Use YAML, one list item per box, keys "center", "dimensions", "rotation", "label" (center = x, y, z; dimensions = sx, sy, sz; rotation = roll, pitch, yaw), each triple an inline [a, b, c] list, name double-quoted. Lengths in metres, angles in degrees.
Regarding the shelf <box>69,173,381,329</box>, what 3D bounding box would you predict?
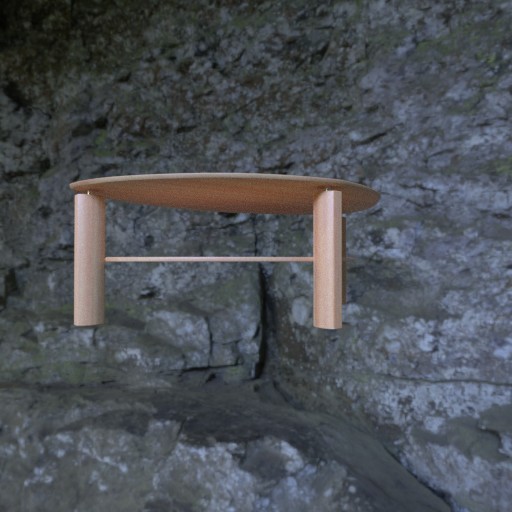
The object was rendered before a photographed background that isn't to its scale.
- center: [0.000, 0.000, 1.638]
  dimensions: [1.246, 0.440, 0.845]
  rotation: [1, -1, -36]
  label: "shelf"
